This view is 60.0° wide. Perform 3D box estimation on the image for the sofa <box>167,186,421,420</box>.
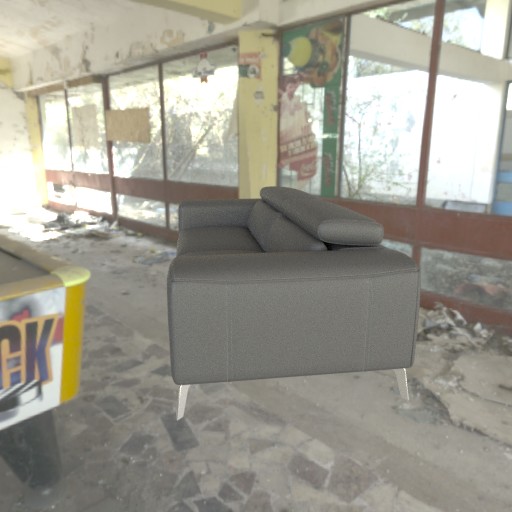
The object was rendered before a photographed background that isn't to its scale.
[{"bbox_3d":[0.000,0.000,2.829,1.023,0.759,2.321,-2,14,-8],"label":"sofa"}]
